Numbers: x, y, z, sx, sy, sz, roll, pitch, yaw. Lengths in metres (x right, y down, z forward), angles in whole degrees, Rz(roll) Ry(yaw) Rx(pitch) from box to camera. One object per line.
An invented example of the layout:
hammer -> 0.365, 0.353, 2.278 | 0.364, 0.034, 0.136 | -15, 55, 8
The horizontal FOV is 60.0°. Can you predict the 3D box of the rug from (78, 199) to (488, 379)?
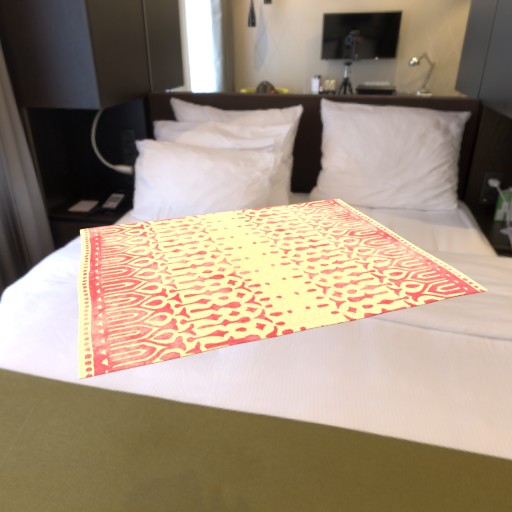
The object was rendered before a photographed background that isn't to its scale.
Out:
rug -> 0.000, 0.000, 4.093 | 3.095, 0.016, 2.441 | -9, 27, -17
